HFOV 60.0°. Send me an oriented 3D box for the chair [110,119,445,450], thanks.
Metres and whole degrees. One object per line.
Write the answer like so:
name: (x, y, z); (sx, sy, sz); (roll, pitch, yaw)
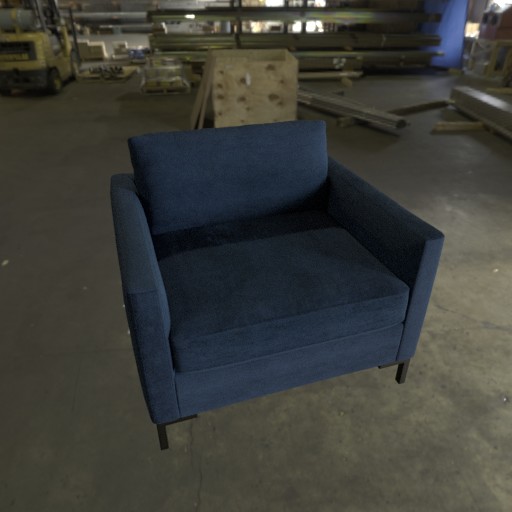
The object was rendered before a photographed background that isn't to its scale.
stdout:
chair: (0.000, 0.000, 1.641); (0.964, 0.812, 0.875); (-10, 33, -16)
